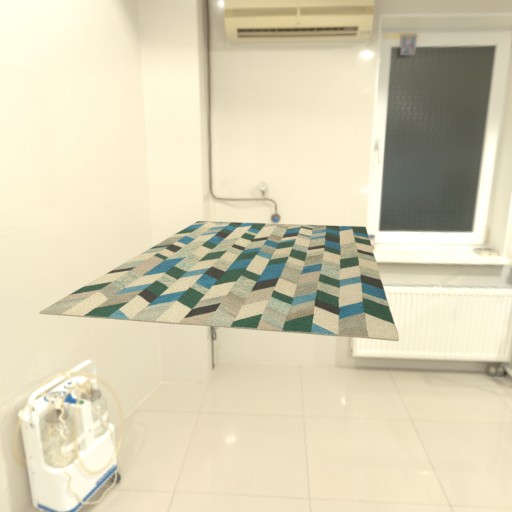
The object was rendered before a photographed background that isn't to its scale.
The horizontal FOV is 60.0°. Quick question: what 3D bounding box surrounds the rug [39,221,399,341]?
[{"bbox_3d":[0.000,0.000,2.326,1.229,0.005,1.827,3,15,10],"label":"rug"}]
